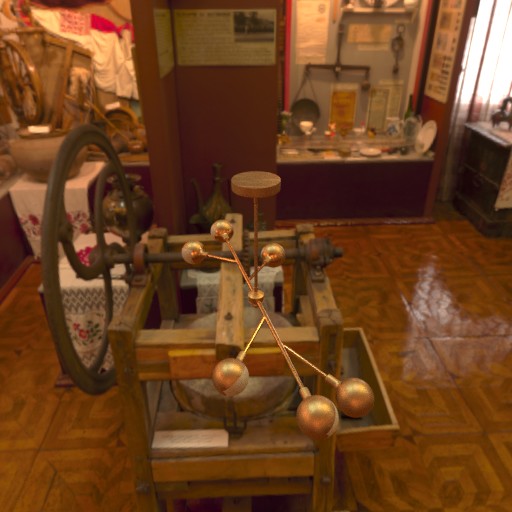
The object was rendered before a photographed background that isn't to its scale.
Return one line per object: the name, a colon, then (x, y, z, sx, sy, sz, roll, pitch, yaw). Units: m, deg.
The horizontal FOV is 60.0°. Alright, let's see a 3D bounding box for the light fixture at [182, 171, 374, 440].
light fixture: (0.000, 0.000, 0.999, 0.434, 0.362, 0.778, 0, 30, 0)
